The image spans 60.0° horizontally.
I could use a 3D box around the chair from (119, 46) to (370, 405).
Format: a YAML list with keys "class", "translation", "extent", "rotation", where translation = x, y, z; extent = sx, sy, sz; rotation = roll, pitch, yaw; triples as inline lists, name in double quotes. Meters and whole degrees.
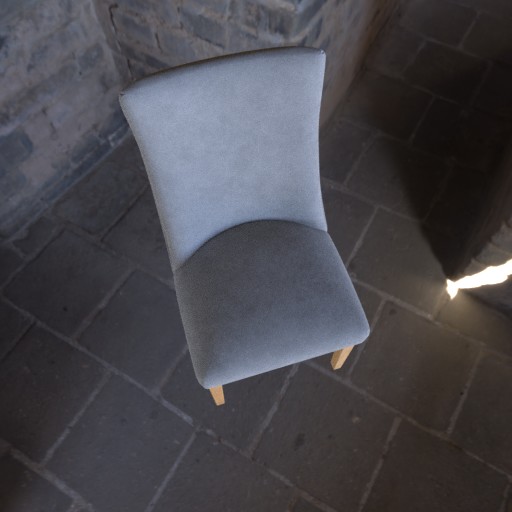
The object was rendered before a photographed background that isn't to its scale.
- class: "chair"
  translation: [0.000, 0.000, 1.267]
  extent: [0.495, 0.902, 0.610]
  rotation: [-15, 64, -7]
